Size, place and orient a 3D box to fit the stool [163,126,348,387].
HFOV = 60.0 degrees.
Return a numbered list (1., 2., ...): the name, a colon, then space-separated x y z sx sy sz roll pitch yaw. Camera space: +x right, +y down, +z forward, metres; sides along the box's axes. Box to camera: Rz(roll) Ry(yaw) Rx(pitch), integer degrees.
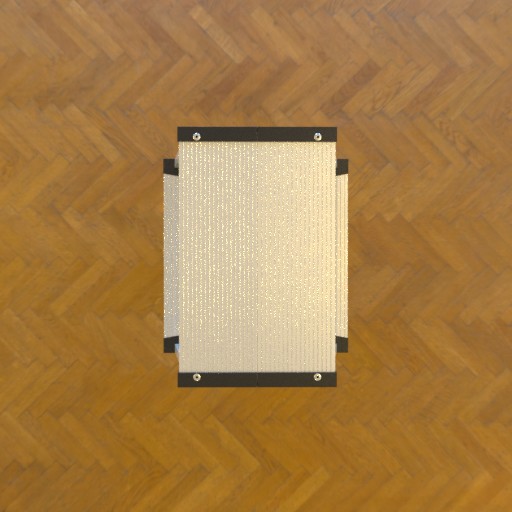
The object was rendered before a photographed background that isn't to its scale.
1. stool: 0.000 0.000 0.802 0.405 0.480 0.404 0 90 0
